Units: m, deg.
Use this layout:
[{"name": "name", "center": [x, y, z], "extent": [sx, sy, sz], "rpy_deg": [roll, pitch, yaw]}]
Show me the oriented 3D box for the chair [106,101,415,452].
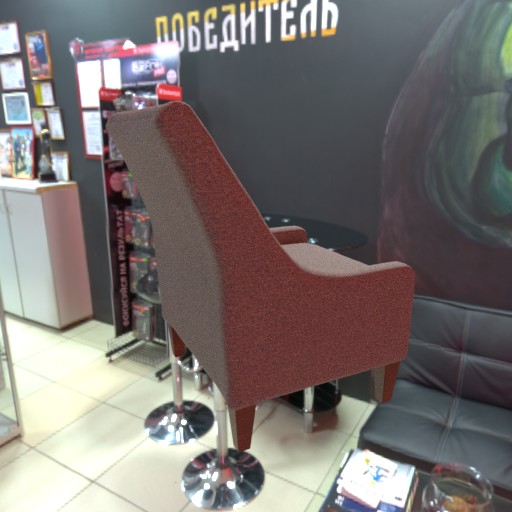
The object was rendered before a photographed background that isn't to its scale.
[{"name": "chair", "center": [0.000, 0.000, 1.620], "extent": [0.870, 1.016, 0.774], "rpy_deg": [-8, 17, -26]}]
